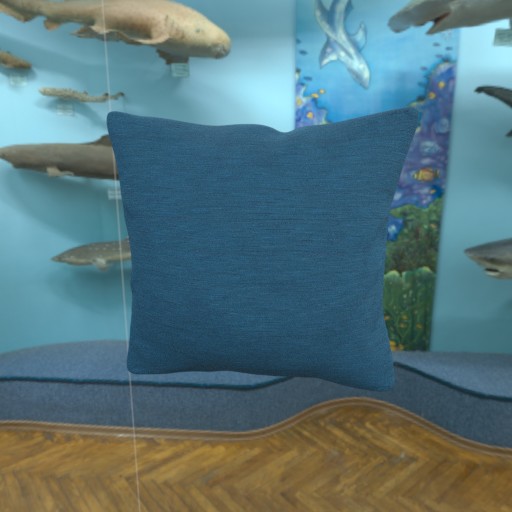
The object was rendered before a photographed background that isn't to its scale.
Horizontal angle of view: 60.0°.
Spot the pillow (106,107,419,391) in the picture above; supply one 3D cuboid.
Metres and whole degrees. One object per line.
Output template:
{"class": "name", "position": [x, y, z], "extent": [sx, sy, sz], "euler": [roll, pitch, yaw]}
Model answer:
{"class": "pillow", "position": [0.000, 0.000, 0.664], "extent": [0.437, 0.420, 0.177], "euler": [2, 14, 7]}
